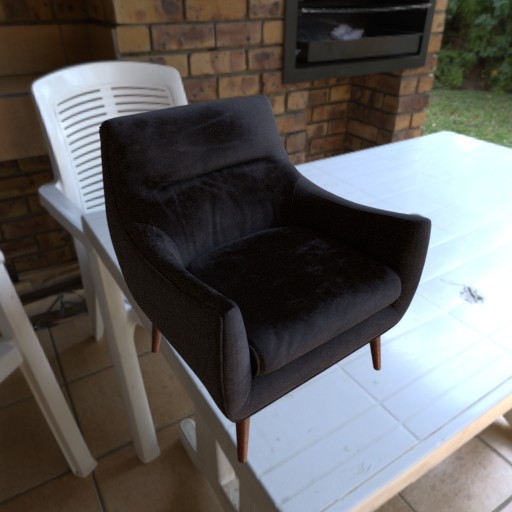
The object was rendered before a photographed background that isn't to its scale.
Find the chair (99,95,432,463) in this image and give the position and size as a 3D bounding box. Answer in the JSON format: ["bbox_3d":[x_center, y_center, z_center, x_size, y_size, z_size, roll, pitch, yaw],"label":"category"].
[{"bbox_3d":[0.000,0.000,1.433,0.762,0.838,0.787,-21,37,-31],"label":"chair"}]
